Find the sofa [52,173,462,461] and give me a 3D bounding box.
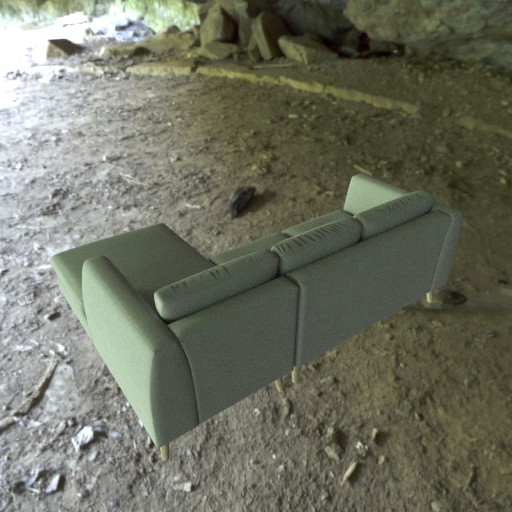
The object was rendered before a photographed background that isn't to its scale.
[{"bbox_3d":[0.000,0.000,3.020,2.300,0.860,1.580,-21,37,-30],"label":"sofa"}]
